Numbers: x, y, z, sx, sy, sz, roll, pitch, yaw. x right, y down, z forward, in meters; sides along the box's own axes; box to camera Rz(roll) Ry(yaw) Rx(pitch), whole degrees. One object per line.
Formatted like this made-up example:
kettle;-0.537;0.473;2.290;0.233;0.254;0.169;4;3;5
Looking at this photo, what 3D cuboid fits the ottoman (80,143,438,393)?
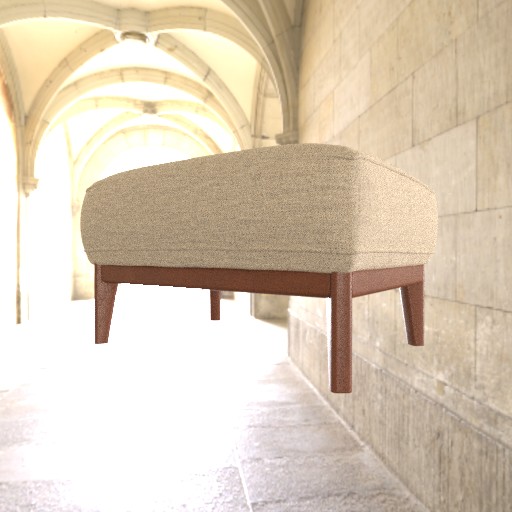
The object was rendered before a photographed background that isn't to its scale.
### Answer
ottoman;0.000;0.000;1.168;0.794;0.465;0.594;1;1;35
